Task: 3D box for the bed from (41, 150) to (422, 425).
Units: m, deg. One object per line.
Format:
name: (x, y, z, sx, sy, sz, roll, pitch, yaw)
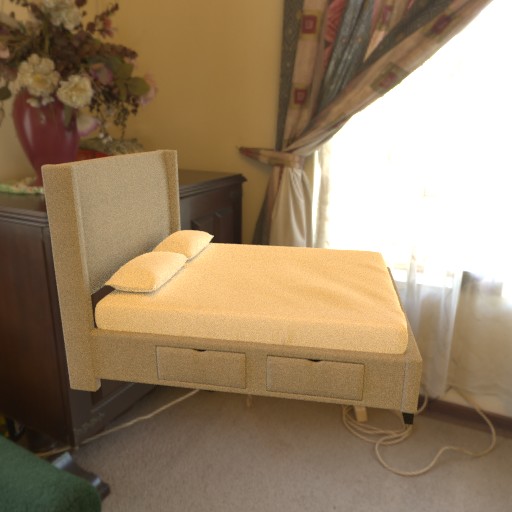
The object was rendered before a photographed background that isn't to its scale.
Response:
bed: (0.000, 0.000, 3.413, 2.222, 1.491, 1.774, 3, 17, 10)
